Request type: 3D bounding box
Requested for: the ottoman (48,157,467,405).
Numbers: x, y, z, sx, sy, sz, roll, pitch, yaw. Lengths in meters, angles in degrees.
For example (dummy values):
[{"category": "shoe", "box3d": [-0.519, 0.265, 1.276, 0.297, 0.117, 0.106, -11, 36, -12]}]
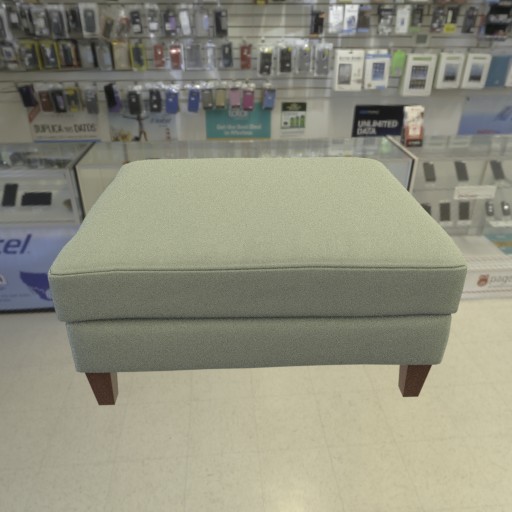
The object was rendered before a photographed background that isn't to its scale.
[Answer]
[{"category": "ottoman", "box3d": [0.000, 0.000, 1.452, 0.991, 0.494, 0.842, -1, 30, -2]}]
